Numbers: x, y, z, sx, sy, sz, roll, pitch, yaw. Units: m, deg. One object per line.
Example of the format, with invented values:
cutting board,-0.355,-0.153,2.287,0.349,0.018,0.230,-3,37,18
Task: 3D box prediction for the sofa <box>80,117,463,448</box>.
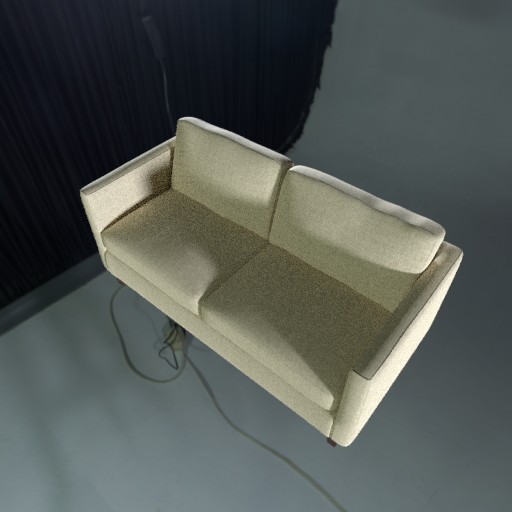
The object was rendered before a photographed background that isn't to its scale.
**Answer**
sofa,0.000,0.000,2.503,1.884,0.963,0.950,31,53,27
